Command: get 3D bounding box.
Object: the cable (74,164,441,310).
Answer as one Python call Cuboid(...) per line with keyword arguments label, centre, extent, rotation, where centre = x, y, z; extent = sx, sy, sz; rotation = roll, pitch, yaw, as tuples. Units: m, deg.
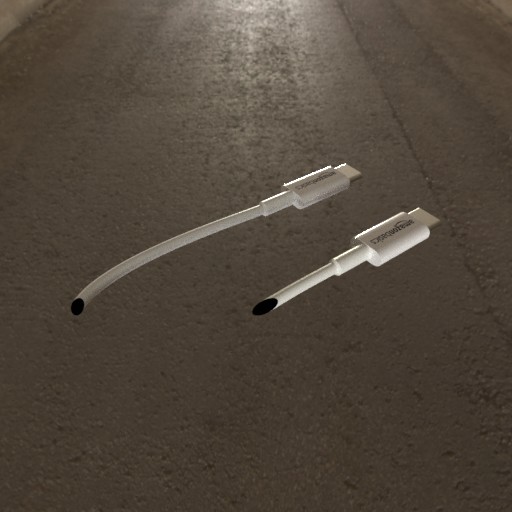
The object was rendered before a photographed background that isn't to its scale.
Cuboid(label="cable", centre=(0.000, 0.000, 0.113), extent=(0.098, 0.005, 0.041), rotation=(-26, 48, -26))
